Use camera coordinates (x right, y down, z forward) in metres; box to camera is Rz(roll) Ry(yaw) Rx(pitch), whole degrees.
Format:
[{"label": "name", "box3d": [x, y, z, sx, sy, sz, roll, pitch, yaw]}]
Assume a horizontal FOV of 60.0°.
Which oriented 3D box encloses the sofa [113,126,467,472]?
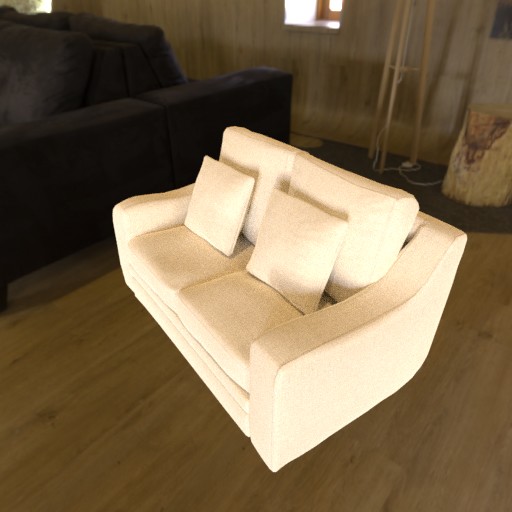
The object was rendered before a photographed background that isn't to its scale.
[{"label": "sofa", "box3d": [0.000, 0.000, 2.397, 1.040, 1.047, 1.744, -20, 37, -29]}]
